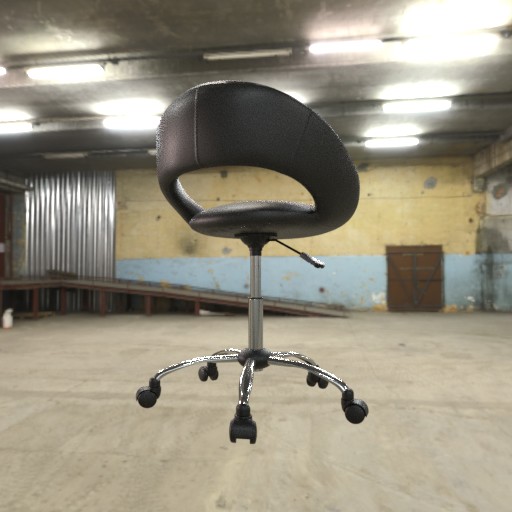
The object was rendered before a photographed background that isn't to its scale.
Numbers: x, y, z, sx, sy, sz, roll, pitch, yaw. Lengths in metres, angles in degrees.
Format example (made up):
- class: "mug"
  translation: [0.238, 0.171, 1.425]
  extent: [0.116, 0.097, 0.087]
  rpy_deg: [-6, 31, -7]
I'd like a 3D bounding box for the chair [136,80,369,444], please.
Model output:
- class: "chair"
  translation: [0.000, 0.000, 1.204]
  extent: [0.612, 0.791, 0.538]
  rpy_deg: [-2, -3, 36]
